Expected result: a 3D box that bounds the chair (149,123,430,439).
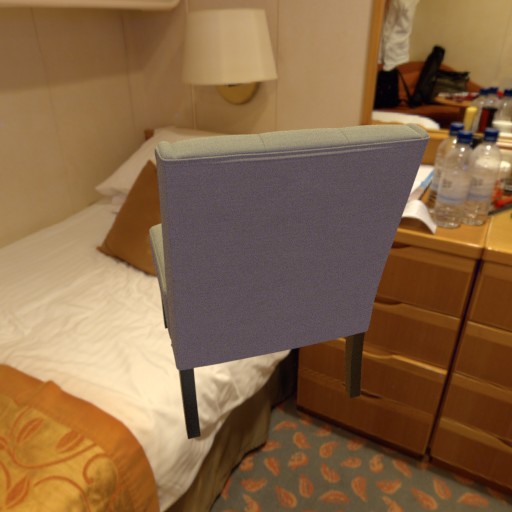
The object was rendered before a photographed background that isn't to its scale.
[{"bbox_3d":[0.000,0.000,1.309,0.569,0.853,0.676,-8,29,-15],"label":"chair"}]
